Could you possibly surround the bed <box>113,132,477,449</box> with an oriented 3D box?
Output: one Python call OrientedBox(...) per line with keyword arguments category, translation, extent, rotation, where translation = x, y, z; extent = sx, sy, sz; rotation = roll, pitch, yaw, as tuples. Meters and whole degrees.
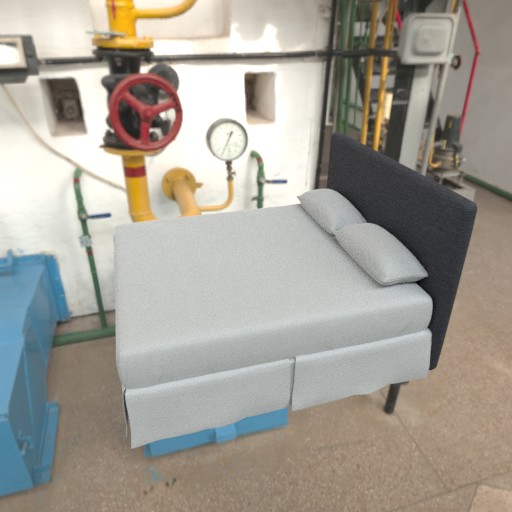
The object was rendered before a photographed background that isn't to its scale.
OrientedBox(category="bed", translation=(0.000, 0.000, 3.321), extent=(2.142, 1.330, 1.884), rotation=(-8, 30, -14))
